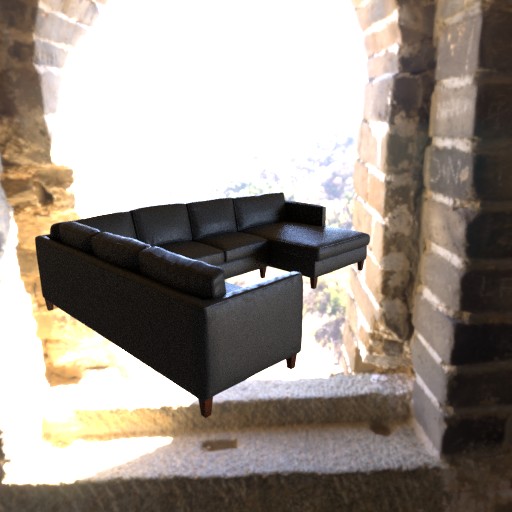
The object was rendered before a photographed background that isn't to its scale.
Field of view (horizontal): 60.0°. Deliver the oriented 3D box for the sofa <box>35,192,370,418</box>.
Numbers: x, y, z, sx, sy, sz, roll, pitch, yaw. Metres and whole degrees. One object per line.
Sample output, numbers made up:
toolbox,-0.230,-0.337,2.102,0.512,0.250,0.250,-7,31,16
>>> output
sofa,0.000,0.000,4.579,2.593,0.923,3.460,15,21,43
